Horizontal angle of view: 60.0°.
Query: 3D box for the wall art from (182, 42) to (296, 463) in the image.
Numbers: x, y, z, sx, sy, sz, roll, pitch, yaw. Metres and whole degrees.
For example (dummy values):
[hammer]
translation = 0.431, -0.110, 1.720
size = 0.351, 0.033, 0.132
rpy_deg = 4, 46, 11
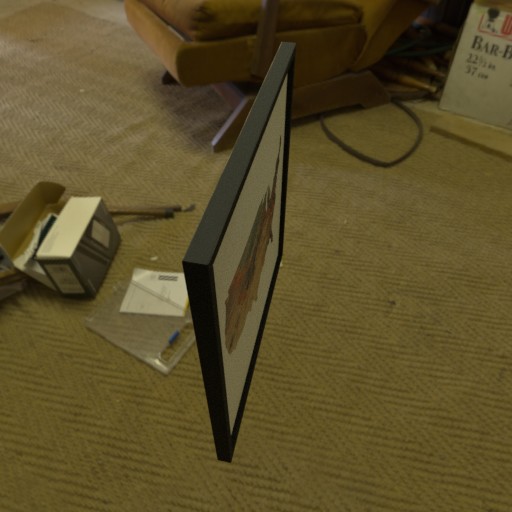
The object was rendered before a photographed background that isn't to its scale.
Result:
[wall art]
translation = 0.000, 0.000, 0.448
size = 0.015, 0.303, 0.304
rpy_deg = 9, 47, 8
